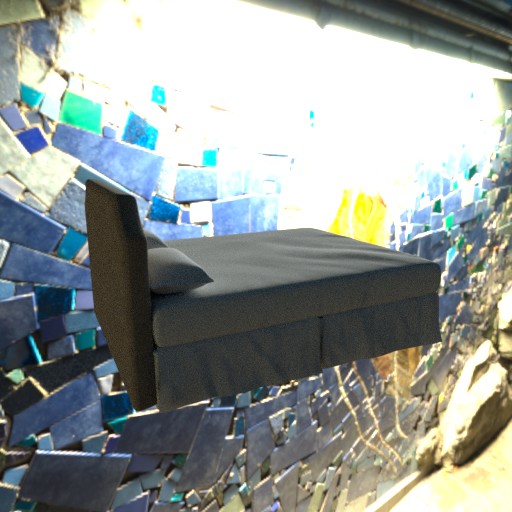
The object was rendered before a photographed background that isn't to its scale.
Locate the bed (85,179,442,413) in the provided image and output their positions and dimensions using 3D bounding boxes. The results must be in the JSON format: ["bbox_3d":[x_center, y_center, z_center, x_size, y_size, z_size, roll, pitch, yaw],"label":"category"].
[{"bbox_3d":[0.000,0.000,3.777,2.498,1.293,1.977,-7,15,-26],"label":"bed"}]
